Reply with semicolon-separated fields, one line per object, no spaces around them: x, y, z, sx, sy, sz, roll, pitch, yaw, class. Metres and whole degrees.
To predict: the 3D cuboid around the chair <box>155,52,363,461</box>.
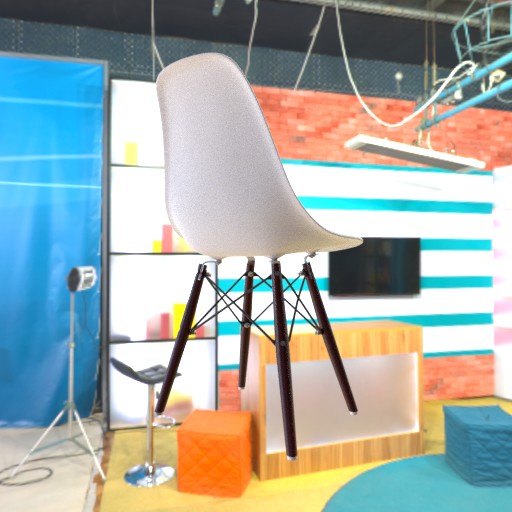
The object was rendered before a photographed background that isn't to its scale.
0.000;0.000;1.144;0.470;0.826;0.533;-1;-1;37;chair
